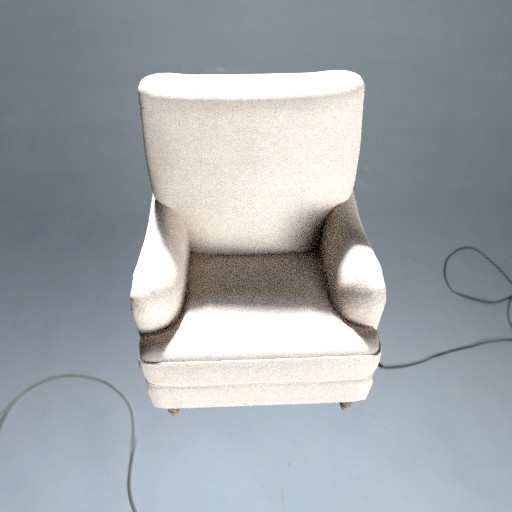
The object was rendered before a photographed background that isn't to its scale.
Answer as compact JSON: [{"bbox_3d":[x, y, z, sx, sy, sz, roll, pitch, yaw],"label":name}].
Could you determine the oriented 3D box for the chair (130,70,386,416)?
[{"bbox_3d":[0.000,0.000,1.778,0.879,1.119,0.953,-2,46,-2],"label":"chair"}]
